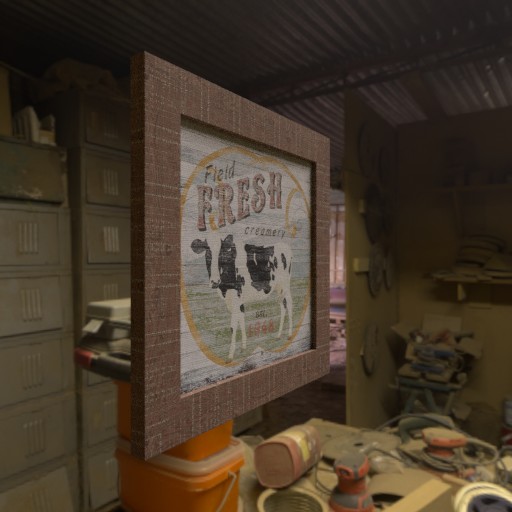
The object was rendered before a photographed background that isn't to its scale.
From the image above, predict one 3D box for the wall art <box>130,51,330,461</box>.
[{"bbox_3d":[0.000,0.000,0.797,0.029,0.531,0.531,0,0,36],"label":"wall art"}]
